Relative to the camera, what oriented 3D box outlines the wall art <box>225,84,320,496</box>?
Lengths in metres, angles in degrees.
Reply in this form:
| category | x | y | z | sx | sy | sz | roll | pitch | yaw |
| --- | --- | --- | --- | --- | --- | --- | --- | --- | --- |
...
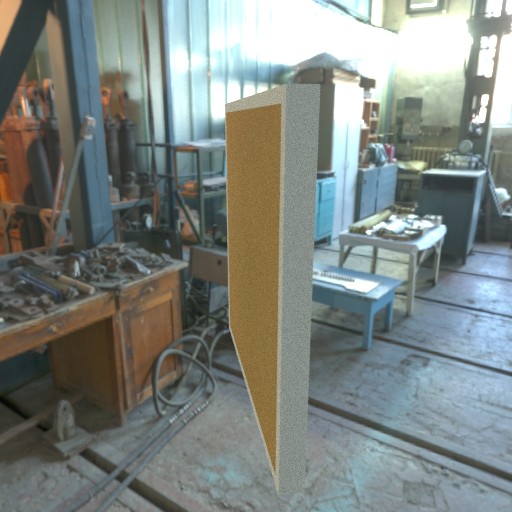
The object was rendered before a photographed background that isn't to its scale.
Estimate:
| category | x | y | z | sx | sy | sz | roll | pitch | yaw |
| --- | --- | --- | --- | --- | --- | --- | --- | --- | --- |
| wall art | 0.000 | 0.000 | 0.752 | 0.035 | 0.507 | 0.508 | -3 | 17 | -10 |
